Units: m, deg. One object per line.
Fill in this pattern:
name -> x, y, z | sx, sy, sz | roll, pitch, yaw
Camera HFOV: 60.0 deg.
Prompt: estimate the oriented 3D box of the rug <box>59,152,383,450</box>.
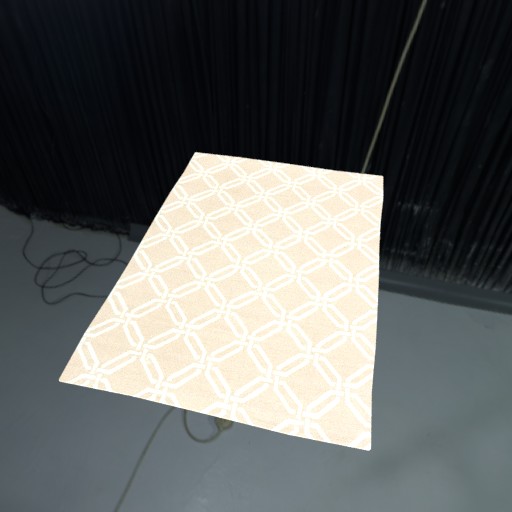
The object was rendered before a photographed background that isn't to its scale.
rug -> 0.000, 0.000, 2.782 | 1.524, 0.013, 2.135 | 9, 46, 9
